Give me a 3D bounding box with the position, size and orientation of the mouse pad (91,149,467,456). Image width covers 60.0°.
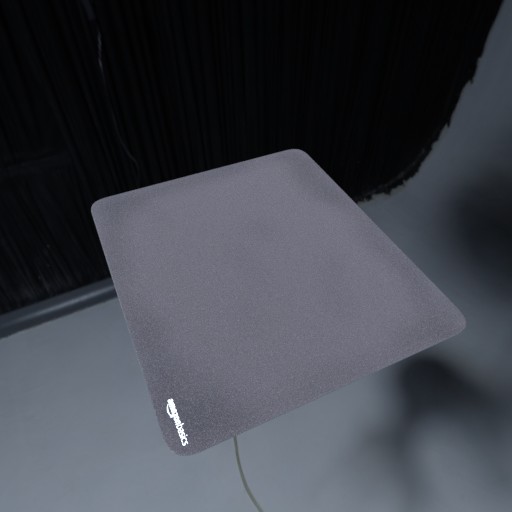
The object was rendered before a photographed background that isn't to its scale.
[{"bbox_3d":[0.000,0.000,0.637,0.393,0.002,0.451,-18,49,-17],"label":"mouse pad"}]
